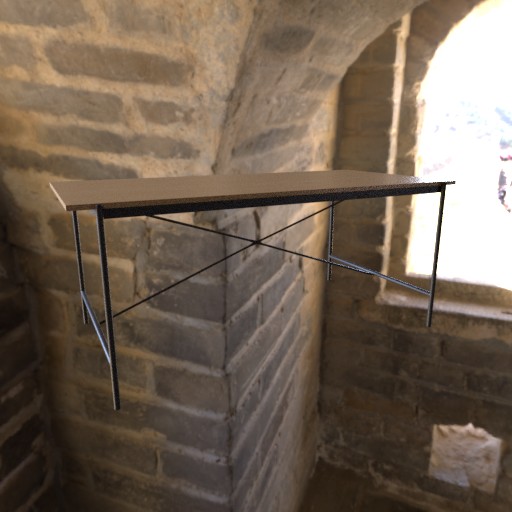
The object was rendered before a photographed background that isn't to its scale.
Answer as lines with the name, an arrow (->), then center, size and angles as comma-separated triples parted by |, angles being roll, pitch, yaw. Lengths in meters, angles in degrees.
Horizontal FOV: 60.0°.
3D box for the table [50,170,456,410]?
table -> 0.000, 0.000, 2.269 | 1.800, 0.758, 0.900 | -8, 17, -26
